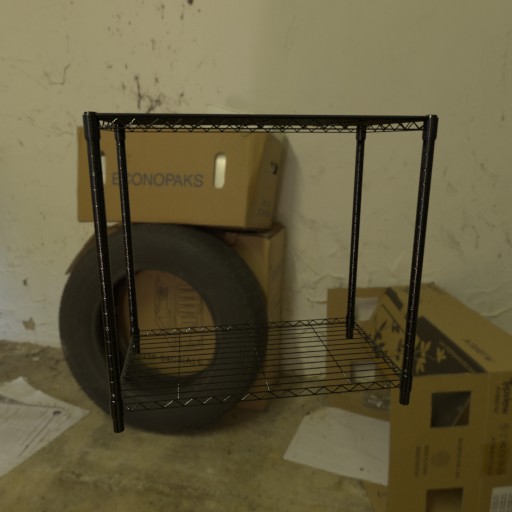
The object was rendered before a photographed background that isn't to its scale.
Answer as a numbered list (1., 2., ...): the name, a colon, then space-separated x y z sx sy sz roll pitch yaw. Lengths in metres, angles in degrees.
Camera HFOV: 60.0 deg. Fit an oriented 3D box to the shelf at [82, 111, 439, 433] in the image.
1. shelf: 0.000 0.000 0.945 0.589 0.564 0.338 -2 15 -9
